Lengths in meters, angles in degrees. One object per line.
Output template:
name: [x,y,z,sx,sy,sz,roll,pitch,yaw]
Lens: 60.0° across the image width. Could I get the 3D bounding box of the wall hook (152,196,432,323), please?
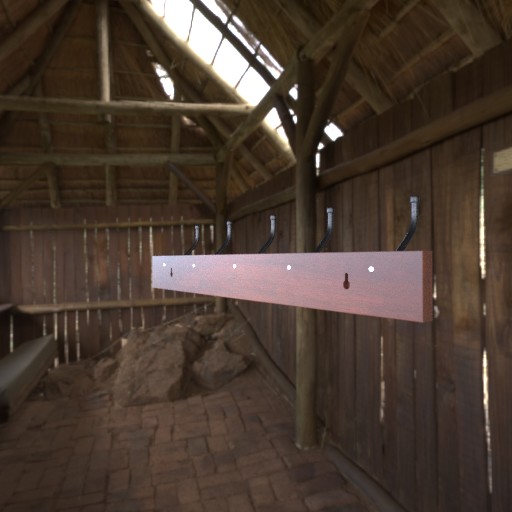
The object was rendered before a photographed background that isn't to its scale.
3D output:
wall hook: [0.000,0.000,0.618,0.071,0.117,0.571,0,-1,-35]
